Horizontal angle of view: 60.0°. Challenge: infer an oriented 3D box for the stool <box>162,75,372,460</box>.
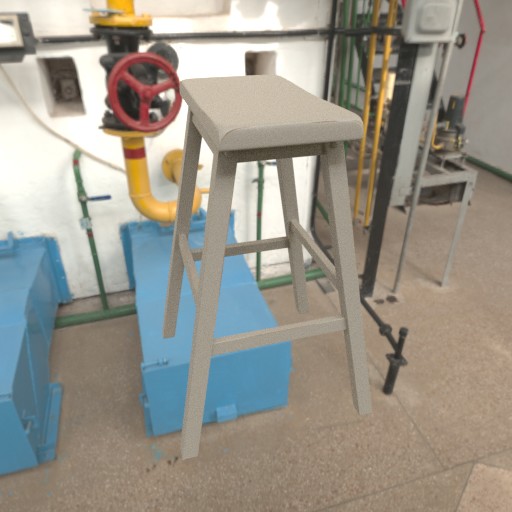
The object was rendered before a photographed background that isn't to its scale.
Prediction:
[{"bbox_3d":[0.000,0.000,1.056,0.476,0.737,0.457,-8,32,-14],"label":"stool"}]
